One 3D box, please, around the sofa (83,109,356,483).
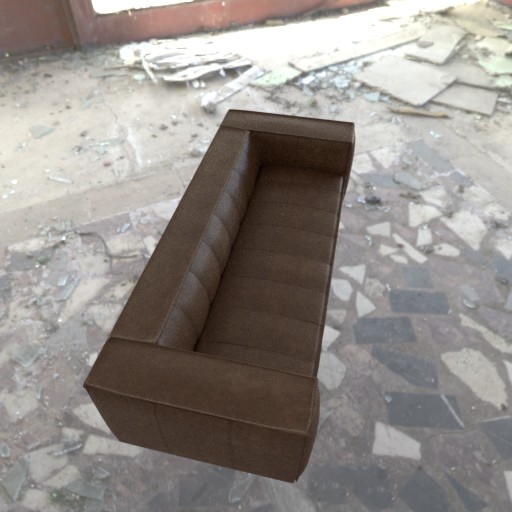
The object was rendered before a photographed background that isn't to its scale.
[{"bbox_3d":[0.000,0.000,2.993,1.102,0.701,2.581,9,48,9],"label":"sofa"}]
